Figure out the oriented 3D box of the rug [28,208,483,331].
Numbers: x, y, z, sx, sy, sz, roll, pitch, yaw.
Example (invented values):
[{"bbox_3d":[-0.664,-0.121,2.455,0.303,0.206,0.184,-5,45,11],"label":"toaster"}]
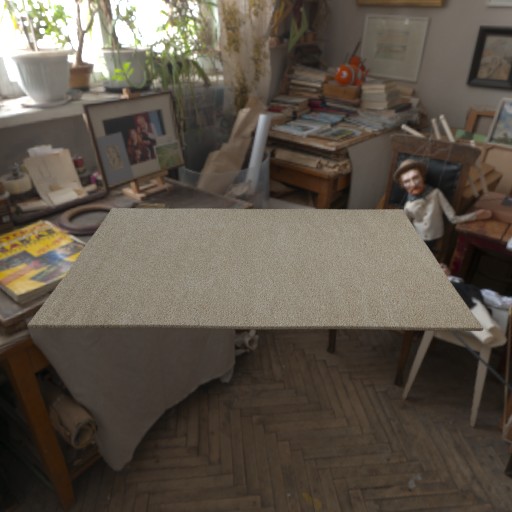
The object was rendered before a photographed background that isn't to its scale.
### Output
[{"bbox_3d":[0.000,0.000,2.934,2.346,0.025,1.500,0,30,1],"label":"rug"}]
